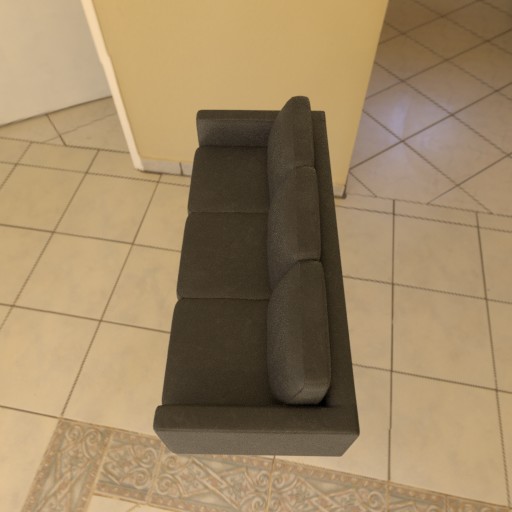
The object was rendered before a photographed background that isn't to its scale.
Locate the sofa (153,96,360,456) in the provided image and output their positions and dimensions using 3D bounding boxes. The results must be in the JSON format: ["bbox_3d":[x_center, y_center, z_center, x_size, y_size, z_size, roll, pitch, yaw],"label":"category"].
[{"bbox_3d":[0.000,0.000,2.541,0.879,0.899,2.029,1,56,1],"label":"sofa"}]
